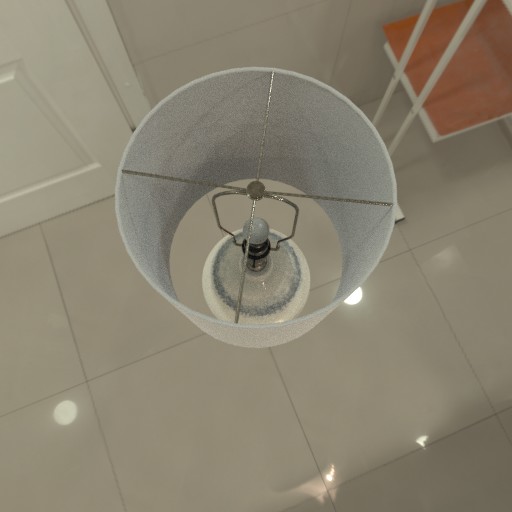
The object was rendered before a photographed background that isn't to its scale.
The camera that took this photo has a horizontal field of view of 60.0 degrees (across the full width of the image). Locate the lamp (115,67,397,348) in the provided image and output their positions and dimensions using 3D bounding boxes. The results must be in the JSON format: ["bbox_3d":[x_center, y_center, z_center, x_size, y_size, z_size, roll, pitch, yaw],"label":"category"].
[{"bbox_3d":[0.000,0.000,0.535,0.216,0.404,0.216,-22,76,-6],"label":"lamp"}]
